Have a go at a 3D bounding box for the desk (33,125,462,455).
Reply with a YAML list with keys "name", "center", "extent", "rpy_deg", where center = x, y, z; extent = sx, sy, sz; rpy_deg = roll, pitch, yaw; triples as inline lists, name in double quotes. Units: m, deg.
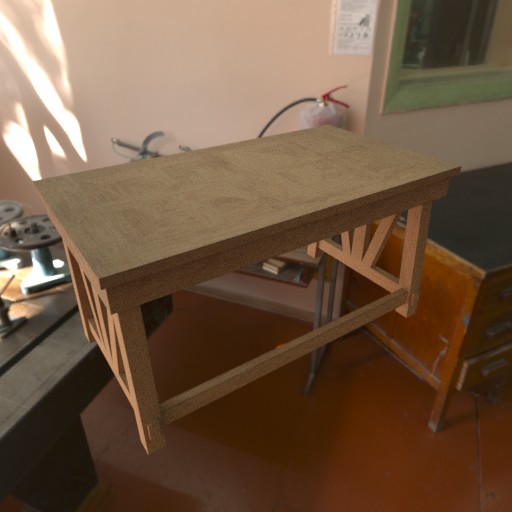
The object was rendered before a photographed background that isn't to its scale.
- name: "desk"
  center: [0.000, 0.000, 1.949]
  extent: [1.499, 0.762, 0.813]
  rpy_deg: [-19, 36, -29]
